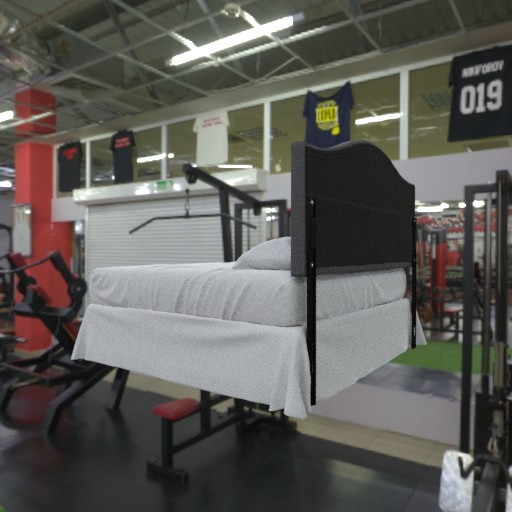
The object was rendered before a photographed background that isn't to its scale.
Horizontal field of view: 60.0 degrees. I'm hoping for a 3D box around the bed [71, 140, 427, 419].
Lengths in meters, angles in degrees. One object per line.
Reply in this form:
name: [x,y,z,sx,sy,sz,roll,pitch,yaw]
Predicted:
bed: [0.000,0.000,3.792,2.219,1.651,2.314,0,1,37]
